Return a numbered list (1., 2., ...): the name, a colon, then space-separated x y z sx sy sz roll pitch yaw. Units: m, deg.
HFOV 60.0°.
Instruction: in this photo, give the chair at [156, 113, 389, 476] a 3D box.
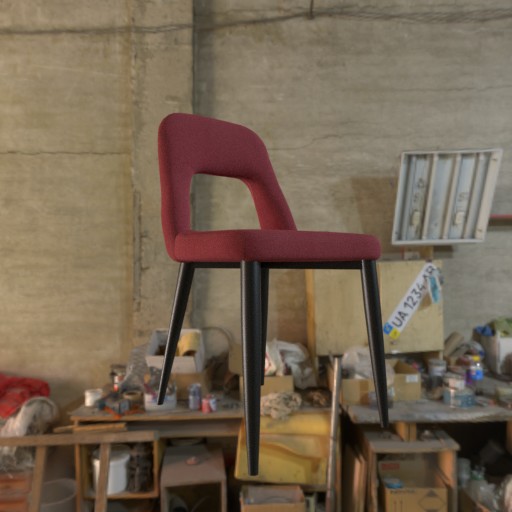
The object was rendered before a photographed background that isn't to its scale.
1. chair: 0.000 0.000 1.232 0.483 0.892 0.569 0 0 -36
